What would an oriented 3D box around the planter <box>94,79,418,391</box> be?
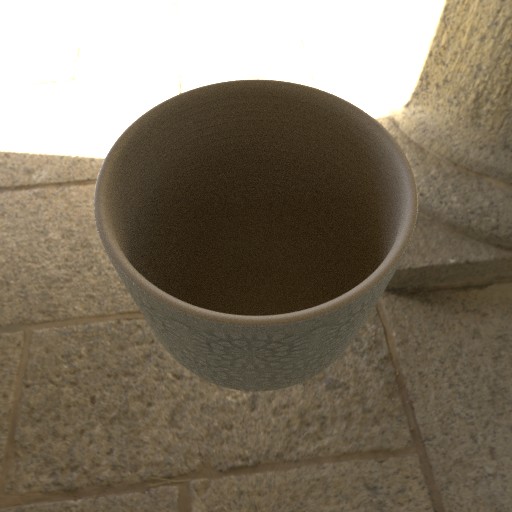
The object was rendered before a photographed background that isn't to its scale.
[{"bbox_3d":[0.000,0.000,0.298,0.169,0.153,0.169,0,57,0],"label":"planter"}]
